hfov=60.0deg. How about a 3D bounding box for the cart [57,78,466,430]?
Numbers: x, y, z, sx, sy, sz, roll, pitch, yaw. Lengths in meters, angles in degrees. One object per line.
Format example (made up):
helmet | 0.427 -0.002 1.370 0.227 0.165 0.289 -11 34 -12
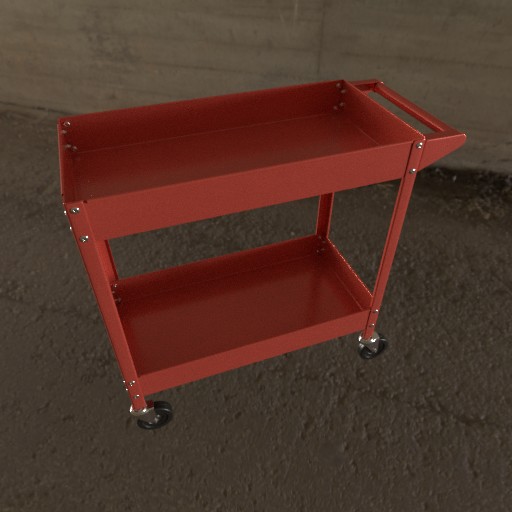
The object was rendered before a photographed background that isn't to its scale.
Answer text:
cart | 0.000 0.000 1.137 0.779 0.719 0.366 -13 43 -15
